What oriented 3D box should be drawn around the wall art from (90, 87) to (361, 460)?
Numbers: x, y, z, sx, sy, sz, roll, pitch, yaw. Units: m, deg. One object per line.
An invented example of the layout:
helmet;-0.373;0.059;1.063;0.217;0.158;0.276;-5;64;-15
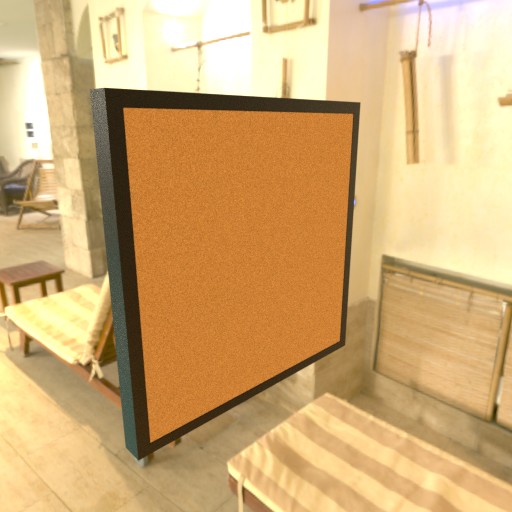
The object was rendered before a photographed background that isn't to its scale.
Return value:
wall art;0.000;0.000;0.749;0.506;0.506;0.038;-15;22;-41
